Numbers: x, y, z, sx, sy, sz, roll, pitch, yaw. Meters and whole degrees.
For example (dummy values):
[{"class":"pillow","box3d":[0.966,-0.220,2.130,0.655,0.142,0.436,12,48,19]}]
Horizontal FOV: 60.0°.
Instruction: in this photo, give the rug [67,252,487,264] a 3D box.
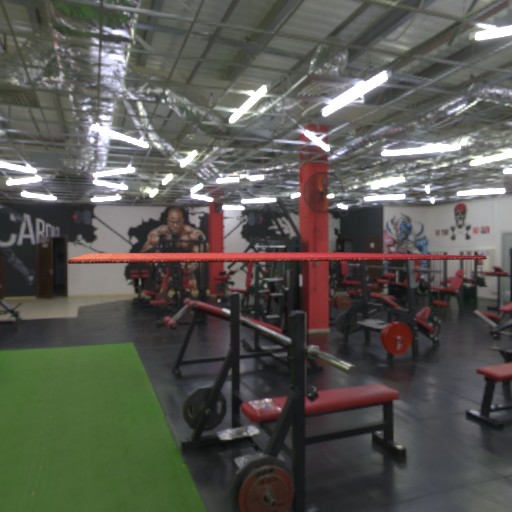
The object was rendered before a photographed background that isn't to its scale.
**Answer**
[{"class":"rug","box3d":[0.000,0.000,3.947,2.905,0.028,2.340,0,1,-18]}]
